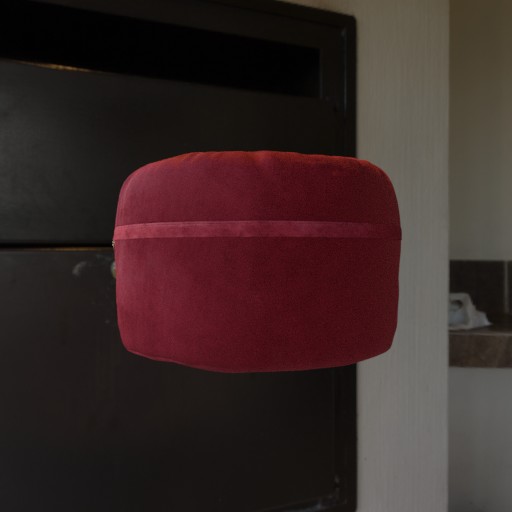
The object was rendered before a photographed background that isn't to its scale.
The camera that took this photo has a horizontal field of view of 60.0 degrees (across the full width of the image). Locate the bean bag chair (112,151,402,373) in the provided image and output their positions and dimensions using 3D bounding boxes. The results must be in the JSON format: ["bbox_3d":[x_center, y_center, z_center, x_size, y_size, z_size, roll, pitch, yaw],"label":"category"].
[{"bbox_3d":[0.000,0.000,1.957,1.219,0.762,1.219,0,1,0],"label":"bean bag chair"}]
